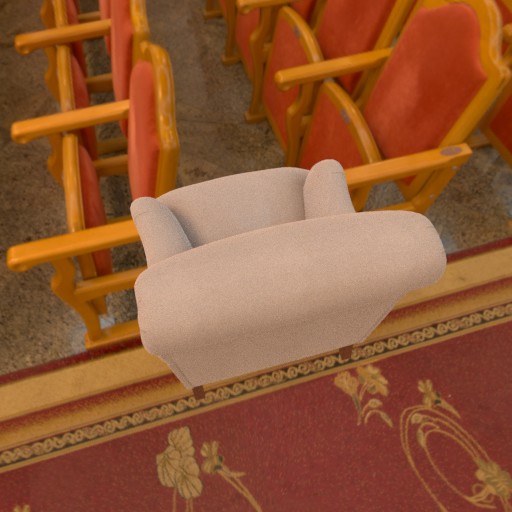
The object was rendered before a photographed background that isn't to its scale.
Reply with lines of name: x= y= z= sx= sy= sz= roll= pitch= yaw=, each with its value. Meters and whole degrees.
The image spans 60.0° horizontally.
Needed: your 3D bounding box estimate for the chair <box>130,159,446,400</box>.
chair: x=0.000 y=0.000 z=1.545 sx=0.766 sy=0.942 sz=0.842 roll=-13 pitch=58 yaw=-8
